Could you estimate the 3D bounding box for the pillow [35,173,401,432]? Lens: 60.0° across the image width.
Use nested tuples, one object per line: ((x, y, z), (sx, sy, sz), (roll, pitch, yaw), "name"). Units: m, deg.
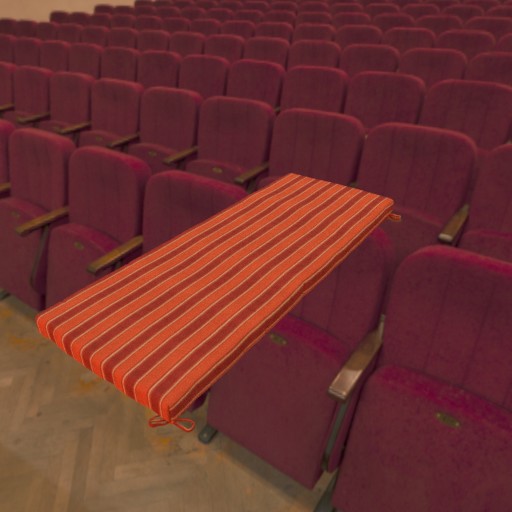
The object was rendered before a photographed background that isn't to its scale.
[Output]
((0.000, 0.000, 1.337), (0.492, 0.081, 1.187), (21, 38, 30), "pillow")
